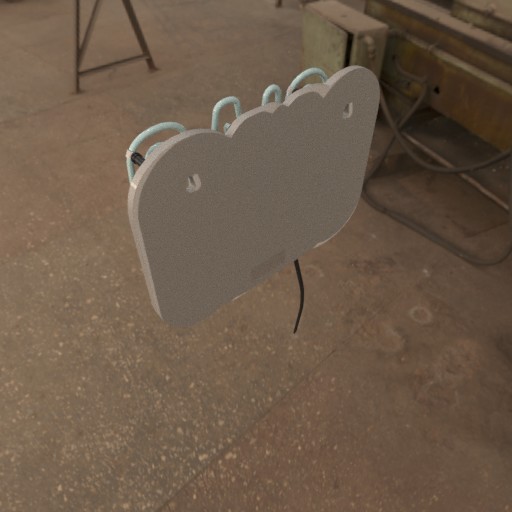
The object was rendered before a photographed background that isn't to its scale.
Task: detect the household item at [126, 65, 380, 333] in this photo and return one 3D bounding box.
[{"bbox_3d":[0.000,0.000,0.378,0.211,0.294,0.042,-31,53,-28],"label":"household item"}]
